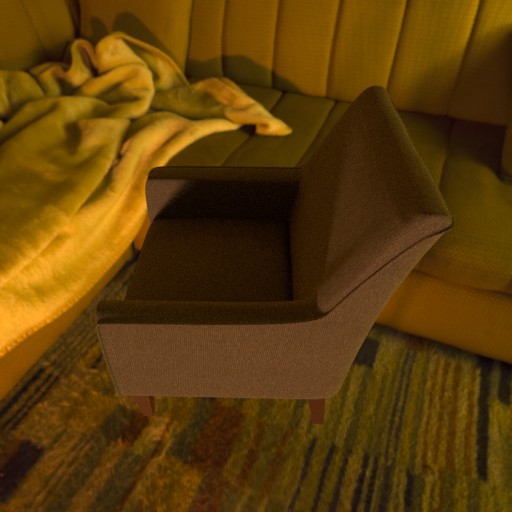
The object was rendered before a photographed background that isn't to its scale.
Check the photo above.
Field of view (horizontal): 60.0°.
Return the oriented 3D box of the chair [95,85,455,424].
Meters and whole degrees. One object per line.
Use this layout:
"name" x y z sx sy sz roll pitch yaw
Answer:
"chair" 0.000 0.000 1.533 0.899 0.919 0.780 1 41 1
